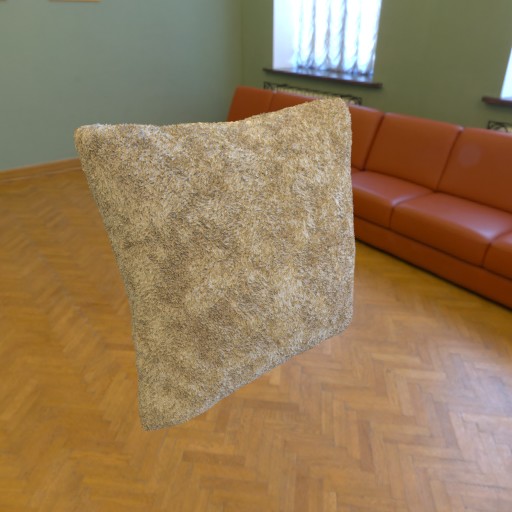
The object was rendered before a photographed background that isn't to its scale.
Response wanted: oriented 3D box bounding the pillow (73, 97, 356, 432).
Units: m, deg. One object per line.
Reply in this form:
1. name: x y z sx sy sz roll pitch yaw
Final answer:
1. pillow: 0.000 0.000 0.806 0.529 0.515 0.218 -21 34 -34
